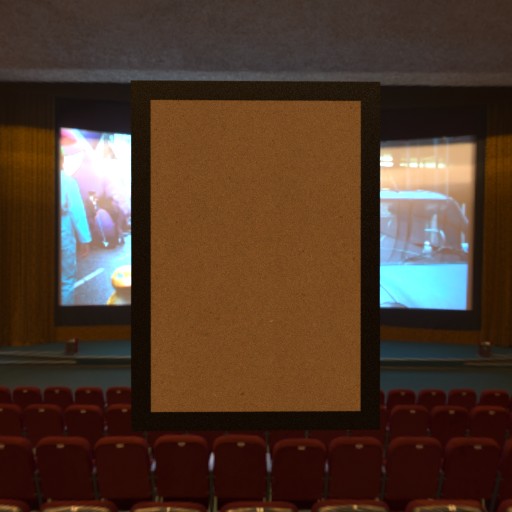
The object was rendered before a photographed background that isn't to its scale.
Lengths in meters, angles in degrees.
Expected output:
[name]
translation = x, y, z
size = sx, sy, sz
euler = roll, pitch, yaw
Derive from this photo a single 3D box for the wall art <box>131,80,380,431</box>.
[wall art]
translation = 0.000, 0.000, 0.682
size = 0.381, 0.534, 0.013
euler = 0, 0, -1
